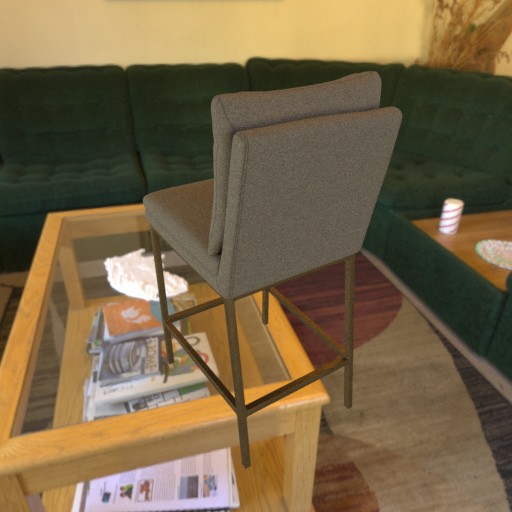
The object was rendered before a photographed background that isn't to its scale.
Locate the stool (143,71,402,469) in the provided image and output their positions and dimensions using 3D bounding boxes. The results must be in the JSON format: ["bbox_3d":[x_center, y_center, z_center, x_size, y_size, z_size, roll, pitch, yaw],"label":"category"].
[{"bbox_3d":[0.000,0.000,1.314,0.463,1.030,0.569,-18,34,-28],"label":"stool"}]
